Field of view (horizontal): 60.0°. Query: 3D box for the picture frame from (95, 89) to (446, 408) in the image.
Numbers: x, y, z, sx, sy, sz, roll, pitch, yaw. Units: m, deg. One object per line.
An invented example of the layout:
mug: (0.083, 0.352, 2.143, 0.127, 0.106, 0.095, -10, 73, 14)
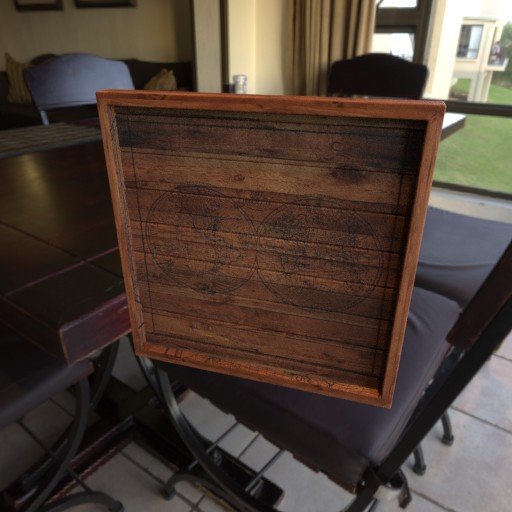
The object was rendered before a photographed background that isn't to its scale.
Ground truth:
picture frame: (0.000, 0.000, 0.520, 0.352, 0.356, 0.028, 8, 28, 15)
